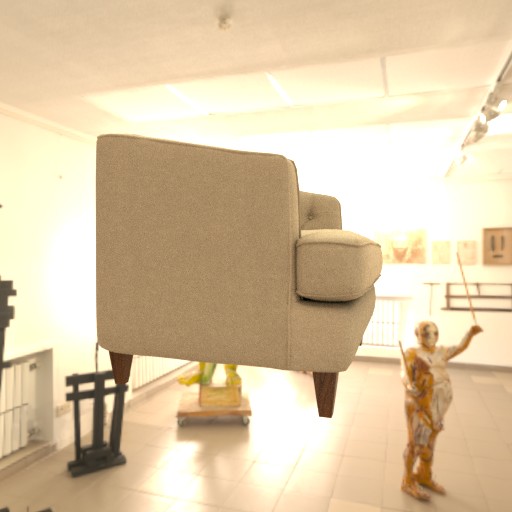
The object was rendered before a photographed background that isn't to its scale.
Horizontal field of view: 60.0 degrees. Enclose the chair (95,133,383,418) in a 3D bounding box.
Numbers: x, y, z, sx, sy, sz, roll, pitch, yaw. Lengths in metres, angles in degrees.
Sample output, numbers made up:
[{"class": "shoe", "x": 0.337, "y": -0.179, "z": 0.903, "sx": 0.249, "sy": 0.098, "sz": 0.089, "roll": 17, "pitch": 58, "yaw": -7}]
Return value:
[{"class": "chair", "x": 0.000, "y": 0.000, "z": 1.752, "sx": 0.941, "sy": 0.852, "sz": 1.104, "roll": 0, "pitch": 1, "yaw": 18}]
